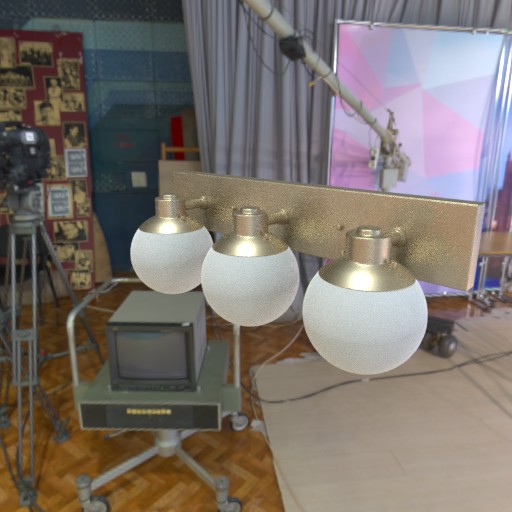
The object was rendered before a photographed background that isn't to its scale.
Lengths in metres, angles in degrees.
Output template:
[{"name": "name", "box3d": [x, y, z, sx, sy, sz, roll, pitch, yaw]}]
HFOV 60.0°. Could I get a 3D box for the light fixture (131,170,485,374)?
[{"name": "light fixture", "box3d": [0.000, 0.000, 0.847, 0.721, 0.263, 0.218, 15, 22, 41]}]
